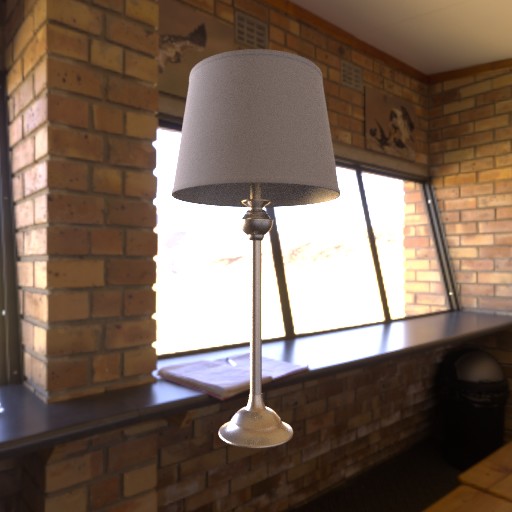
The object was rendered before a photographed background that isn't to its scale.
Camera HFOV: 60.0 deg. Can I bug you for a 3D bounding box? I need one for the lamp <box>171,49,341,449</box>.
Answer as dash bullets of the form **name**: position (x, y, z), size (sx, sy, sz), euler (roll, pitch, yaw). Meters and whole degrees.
- **lamp**: position (0.000, 0.000, 0.877), size (0.331, 0.698, 0.331), euler (0, -1, 0)
